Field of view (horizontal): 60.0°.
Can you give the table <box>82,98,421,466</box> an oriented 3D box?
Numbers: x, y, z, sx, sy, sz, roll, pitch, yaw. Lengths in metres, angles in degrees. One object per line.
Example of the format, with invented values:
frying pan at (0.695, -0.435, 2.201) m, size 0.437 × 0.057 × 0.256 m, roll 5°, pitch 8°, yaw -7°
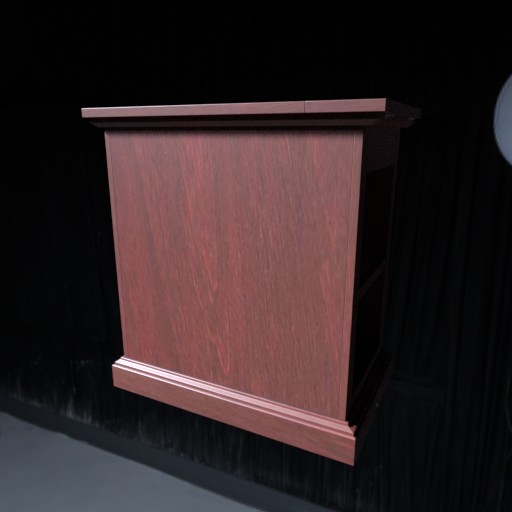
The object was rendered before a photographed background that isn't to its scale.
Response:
table at (0.000, 0.000, 0.972) m, size 0.584 × 0.612 × 0.356 m, roll 8°, pitch 17°, yaw 26°
